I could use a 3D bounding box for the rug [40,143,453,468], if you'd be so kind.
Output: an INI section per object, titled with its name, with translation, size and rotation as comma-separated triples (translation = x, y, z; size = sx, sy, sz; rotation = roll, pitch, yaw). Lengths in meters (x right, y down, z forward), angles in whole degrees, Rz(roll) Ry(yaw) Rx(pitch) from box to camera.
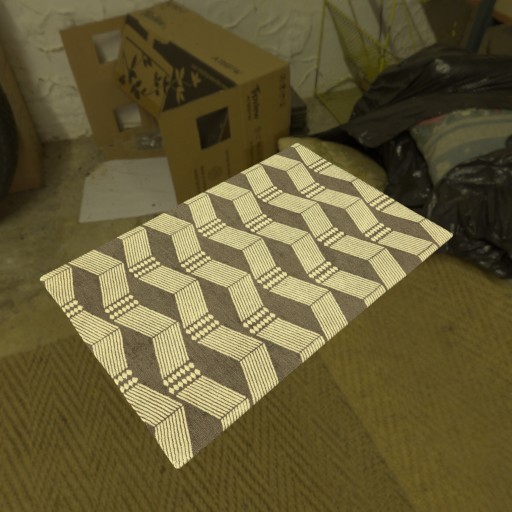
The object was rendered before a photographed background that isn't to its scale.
[rug]
translation = 0.000, 0.000, 2.326
size = 1.833, 0.016, 1.210
rotation = -33, 55, -27
